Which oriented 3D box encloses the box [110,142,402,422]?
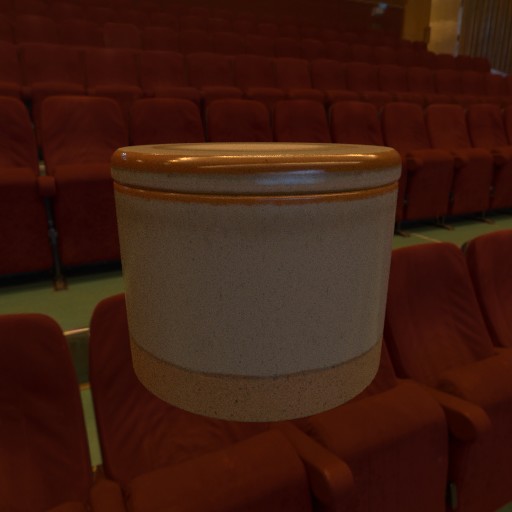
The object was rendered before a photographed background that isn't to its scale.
[{"bbox_3d":[0.000,0.000,0.208,0.123,0.100,0.123,0,16,0],"label":"box"}]
